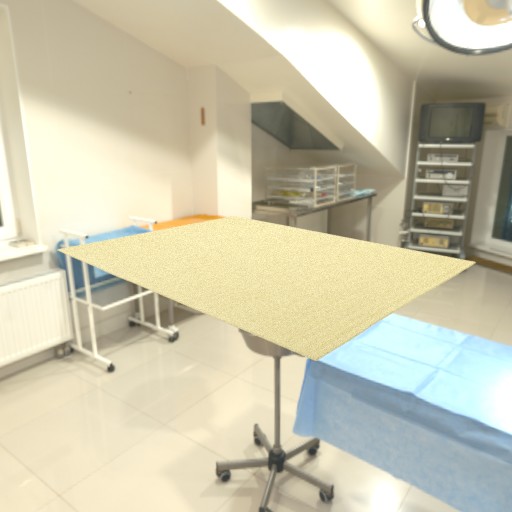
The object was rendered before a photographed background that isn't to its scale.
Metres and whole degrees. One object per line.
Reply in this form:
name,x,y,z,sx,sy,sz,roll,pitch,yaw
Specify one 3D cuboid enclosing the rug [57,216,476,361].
rug,0.000,0.000,4.231,3.204,0.016,2.452,15,22,42
